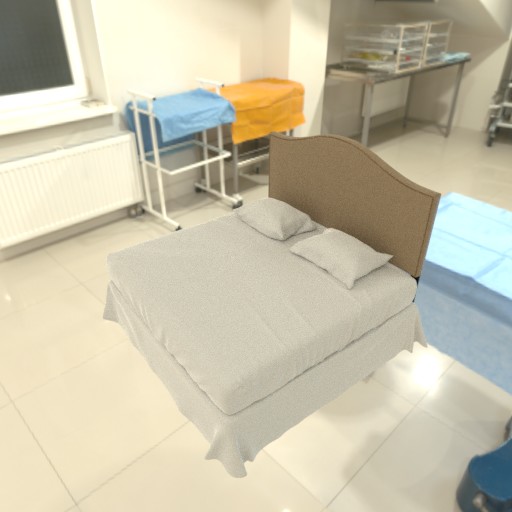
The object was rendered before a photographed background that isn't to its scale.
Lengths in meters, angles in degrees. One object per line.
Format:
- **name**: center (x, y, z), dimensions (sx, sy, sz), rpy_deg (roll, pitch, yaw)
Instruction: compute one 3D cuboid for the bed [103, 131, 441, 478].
- **bed**: center (0.000, 0.000, 3.776), dimensions (2.222, 1.651, 2.311), rpy_deg (-22, 39, -31)
